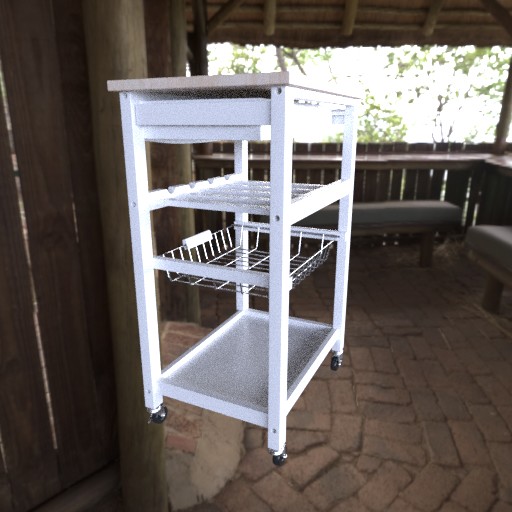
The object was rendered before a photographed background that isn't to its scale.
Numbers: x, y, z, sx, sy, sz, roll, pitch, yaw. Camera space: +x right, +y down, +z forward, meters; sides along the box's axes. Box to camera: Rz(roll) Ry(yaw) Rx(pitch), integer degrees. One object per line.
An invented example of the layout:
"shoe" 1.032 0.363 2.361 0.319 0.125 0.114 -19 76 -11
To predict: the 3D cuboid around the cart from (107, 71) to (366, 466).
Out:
"cart" 0.000 0.000 1.201 0.406 0.857 0.578 8 18 25
